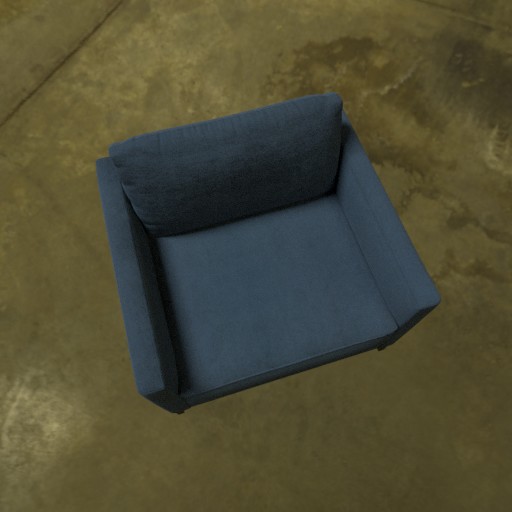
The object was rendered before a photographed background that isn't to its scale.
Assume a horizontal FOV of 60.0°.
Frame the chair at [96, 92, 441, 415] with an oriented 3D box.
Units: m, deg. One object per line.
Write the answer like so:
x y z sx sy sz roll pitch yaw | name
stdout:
0.000 0.000 1.639 0.964 0.812 0.875 -16 66 -7 | chair
